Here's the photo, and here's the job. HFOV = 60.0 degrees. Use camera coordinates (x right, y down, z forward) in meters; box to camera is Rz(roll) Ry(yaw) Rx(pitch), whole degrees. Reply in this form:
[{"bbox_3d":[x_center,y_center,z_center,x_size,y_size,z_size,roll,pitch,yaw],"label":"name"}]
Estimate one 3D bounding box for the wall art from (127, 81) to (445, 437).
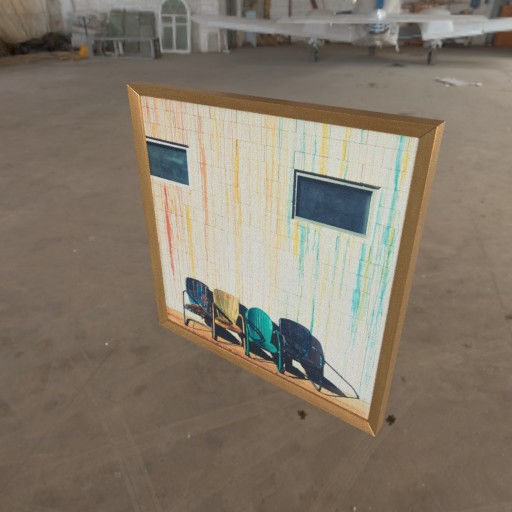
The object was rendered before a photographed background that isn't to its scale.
[{"bbox_3d":[0.000,0.000,0.445,0.302,0.302,0.019,19,35,30],"label":"wall art"}]
